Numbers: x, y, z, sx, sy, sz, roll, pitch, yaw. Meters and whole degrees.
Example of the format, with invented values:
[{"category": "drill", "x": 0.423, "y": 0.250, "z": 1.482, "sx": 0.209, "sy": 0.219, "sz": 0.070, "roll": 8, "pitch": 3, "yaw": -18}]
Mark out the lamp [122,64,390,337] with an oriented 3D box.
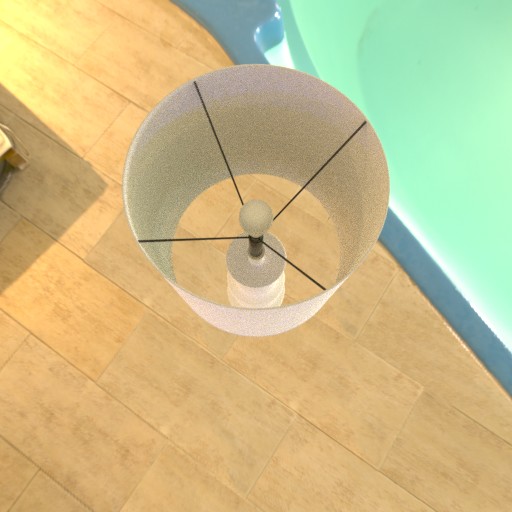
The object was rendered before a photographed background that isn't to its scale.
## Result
[{"category": "lamp", "x": 0.000, "y": 0.000, "z": 0.564, "sx": 0.208, "sy": 0.455, "sz": 0.208, "roll": 39, "pitch": 78, "yaw": 10}]
